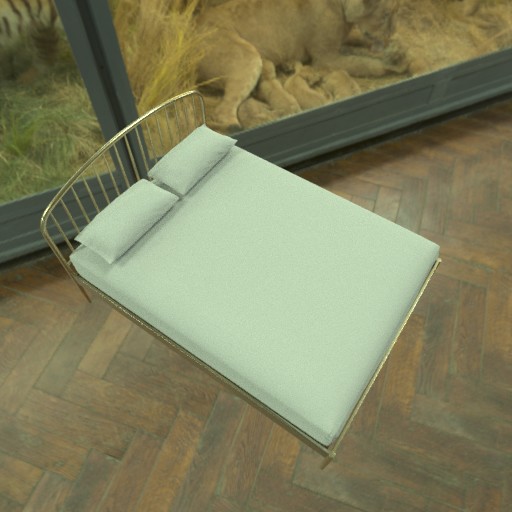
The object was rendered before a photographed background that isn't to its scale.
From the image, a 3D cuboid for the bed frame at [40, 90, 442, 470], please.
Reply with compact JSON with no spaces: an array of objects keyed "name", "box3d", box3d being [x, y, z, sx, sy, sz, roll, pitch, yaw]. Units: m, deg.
[{"name":"bed frame","box3d":[0.000,0.000,3.064,2.152,1.175,1.612,30,61,18]}]
